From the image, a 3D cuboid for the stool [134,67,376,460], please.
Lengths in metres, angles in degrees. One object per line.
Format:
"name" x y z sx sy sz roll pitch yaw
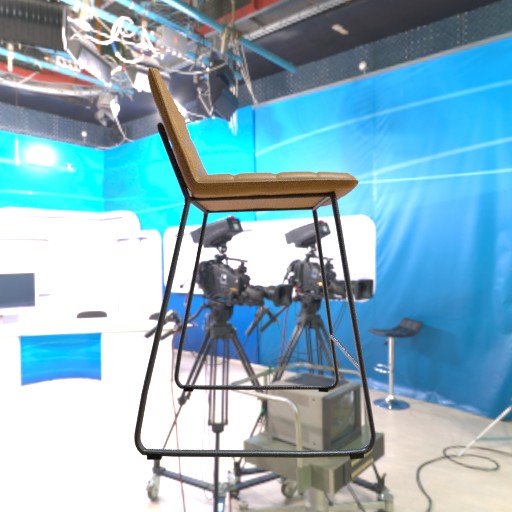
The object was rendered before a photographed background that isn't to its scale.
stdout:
"stool" 0.000 0.000 1.183 0.524 0.866 0.489 0 0 0
